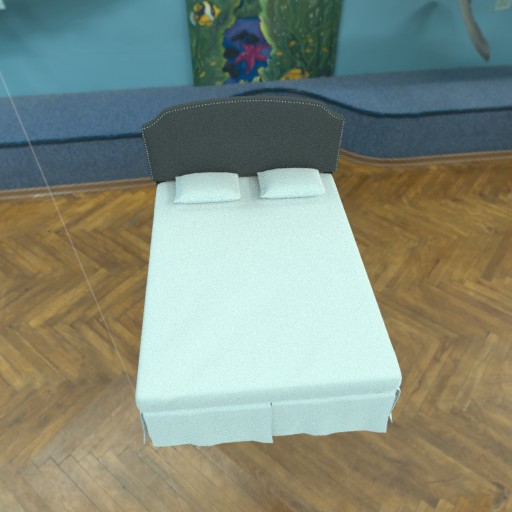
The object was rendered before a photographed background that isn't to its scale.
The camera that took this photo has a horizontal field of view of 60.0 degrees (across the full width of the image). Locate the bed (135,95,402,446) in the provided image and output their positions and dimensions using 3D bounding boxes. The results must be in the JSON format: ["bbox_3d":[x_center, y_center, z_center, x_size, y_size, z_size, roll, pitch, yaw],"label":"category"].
[{"bbox_3d":[0.000,0.000,2.959,1.558,1.270,1.999,-4,46,-4],"label":"bed"}]
